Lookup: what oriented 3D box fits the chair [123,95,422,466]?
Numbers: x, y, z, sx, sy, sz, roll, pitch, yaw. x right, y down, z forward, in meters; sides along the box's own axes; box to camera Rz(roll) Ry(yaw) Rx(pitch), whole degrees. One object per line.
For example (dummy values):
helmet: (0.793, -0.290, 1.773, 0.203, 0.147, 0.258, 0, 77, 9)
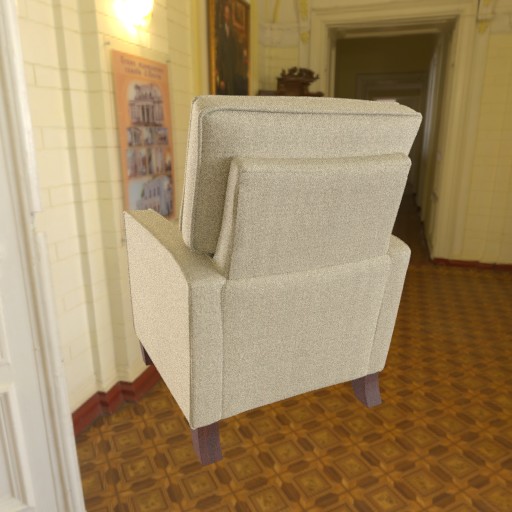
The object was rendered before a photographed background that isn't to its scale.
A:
chair: (0.000, 0.000, 1.358, 0.648, 0.888, 0.754, -8, 17, -26)
